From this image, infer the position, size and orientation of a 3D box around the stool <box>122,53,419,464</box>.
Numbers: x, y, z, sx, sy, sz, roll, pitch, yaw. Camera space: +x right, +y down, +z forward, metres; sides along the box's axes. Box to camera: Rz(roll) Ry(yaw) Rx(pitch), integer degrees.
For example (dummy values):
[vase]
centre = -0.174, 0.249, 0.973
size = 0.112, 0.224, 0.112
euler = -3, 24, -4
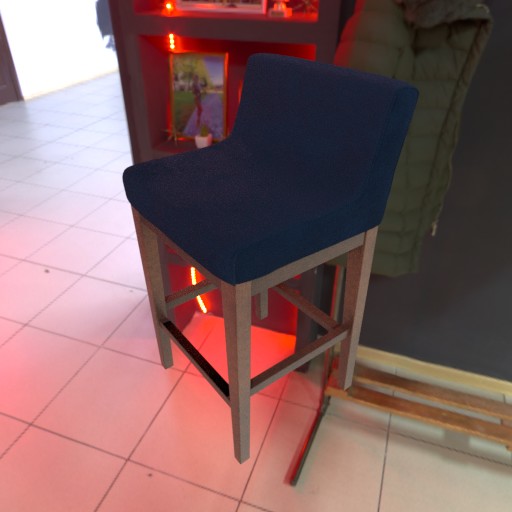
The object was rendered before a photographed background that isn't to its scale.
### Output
[stool]
centre = 0.000, 0.000, 1.223
size = 0.516, 0.945, 0.511
euler = -23, 40, -31
